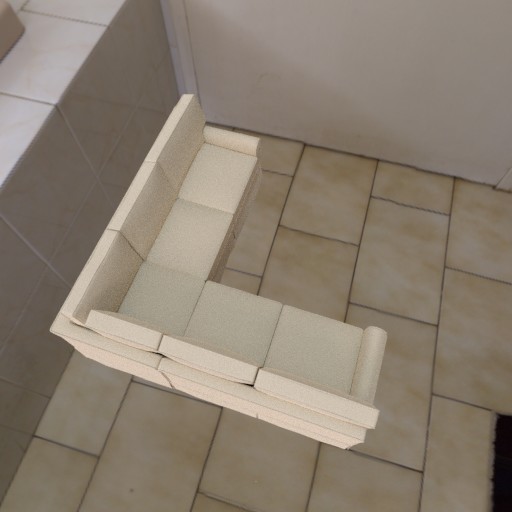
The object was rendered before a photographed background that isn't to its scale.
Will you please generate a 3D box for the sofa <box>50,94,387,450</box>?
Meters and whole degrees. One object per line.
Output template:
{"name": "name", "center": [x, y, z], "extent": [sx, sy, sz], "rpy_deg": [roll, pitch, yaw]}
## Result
{"name": "sofa", "center": [0.000, 0.000, 4.120], "extent": [2.591, 1.070, 2.597], "rpy_deg": [17, 64, 8]}
